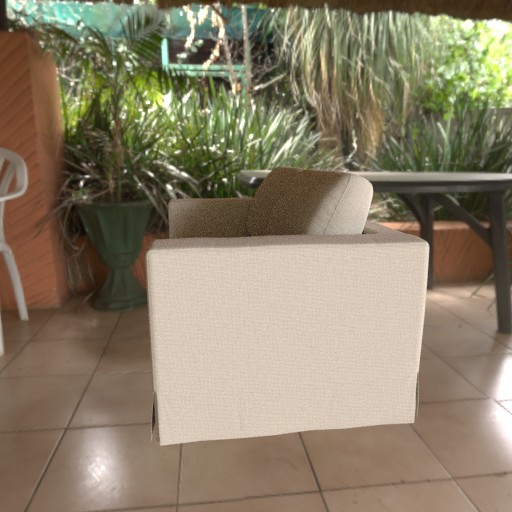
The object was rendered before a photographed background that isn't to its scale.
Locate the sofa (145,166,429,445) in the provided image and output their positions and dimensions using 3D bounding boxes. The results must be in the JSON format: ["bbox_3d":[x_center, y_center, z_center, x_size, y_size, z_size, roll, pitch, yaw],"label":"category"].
[{"bbox_3d":[0.000,0.000,2.391,1.009,0.932,1.813,-2,13,-8],"label":"sofa"}]
